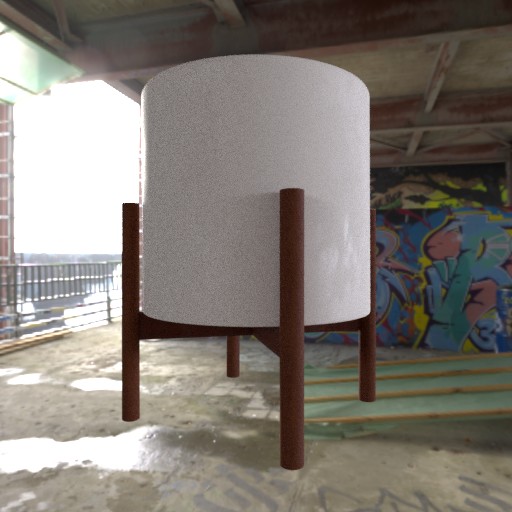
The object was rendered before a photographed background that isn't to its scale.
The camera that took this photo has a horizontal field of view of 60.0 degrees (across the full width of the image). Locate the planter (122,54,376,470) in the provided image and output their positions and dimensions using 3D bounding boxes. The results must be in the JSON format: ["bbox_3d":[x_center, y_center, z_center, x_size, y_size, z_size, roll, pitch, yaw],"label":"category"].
[{"bbox_3d":[0.000,0.000,0.843,0.420,0.581,0.421,0,0,35],"label":"planter"}]
